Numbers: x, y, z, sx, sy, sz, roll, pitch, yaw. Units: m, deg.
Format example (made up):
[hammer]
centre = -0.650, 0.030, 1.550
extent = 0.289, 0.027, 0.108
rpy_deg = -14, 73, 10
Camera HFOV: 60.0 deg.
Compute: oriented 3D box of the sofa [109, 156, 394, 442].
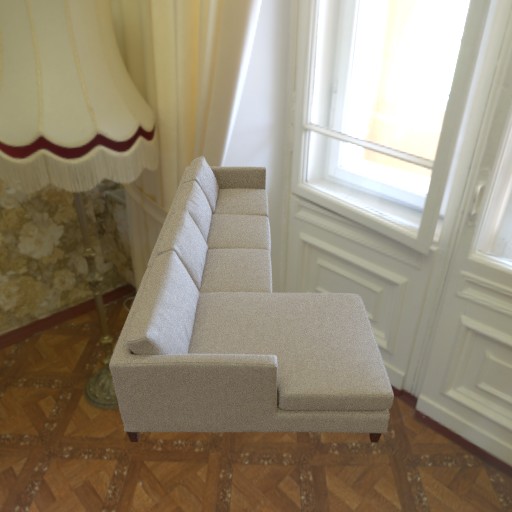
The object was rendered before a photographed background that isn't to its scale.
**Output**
[sofa]
centre = 0.000, 0.000, 3.895
extent = 1.625, 0.846, 3.186
rpy_deg = 0, 31, 0
